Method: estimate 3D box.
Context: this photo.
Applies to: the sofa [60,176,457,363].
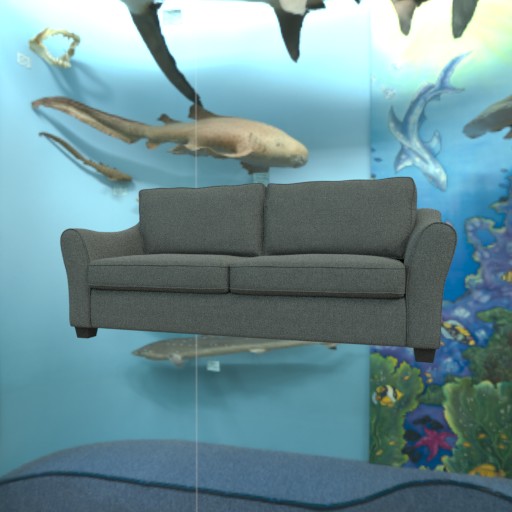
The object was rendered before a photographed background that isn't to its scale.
[{"bbox_3d":[0.000,0.000,2.739,2.203,0.976,1.013,0,1,17],"label":"sofa"}]
